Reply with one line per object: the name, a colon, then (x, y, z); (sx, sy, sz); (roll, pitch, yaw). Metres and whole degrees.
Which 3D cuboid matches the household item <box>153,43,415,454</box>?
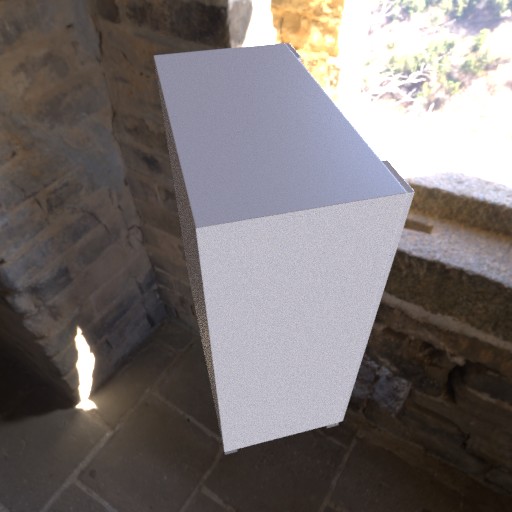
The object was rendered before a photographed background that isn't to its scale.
household item: (0.000, 0.000, 1.430); (0.420, 1.010, 0.790); (-10, 46, -10)
